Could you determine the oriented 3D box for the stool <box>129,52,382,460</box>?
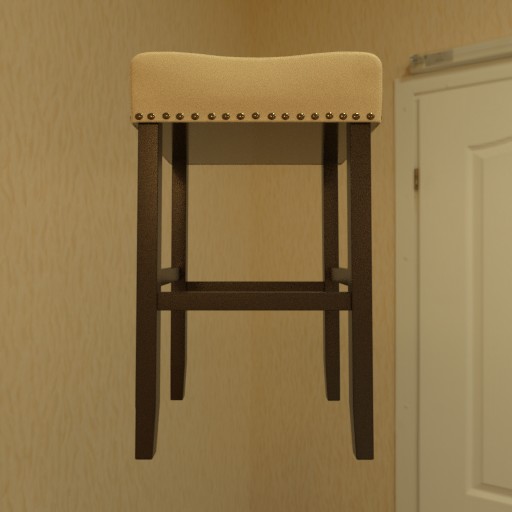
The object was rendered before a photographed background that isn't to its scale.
[{"bbox_3d":[0.000,0.000,1.010,0.471,0.762,0.401,0,0,0],"label":"stool"}]
